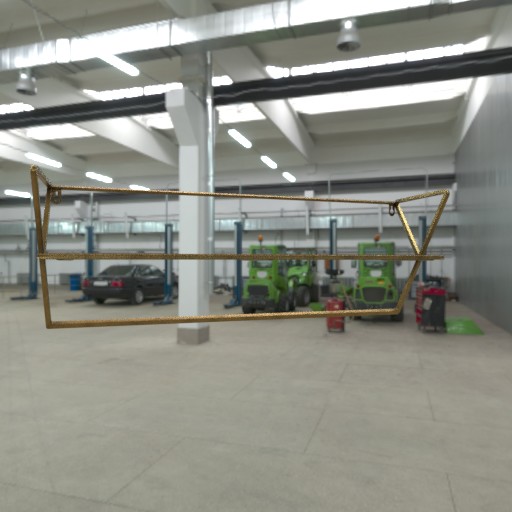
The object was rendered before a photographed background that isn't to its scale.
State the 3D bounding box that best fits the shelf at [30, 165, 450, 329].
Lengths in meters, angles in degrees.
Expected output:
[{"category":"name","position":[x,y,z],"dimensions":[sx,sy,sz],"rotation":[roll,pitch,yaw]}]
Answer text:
[{"category":"shelf","position":[0.000,0.000,0.727],"dimensions":[0.645,0.229,0.150],"rotation":[0,-1,-18]}]
